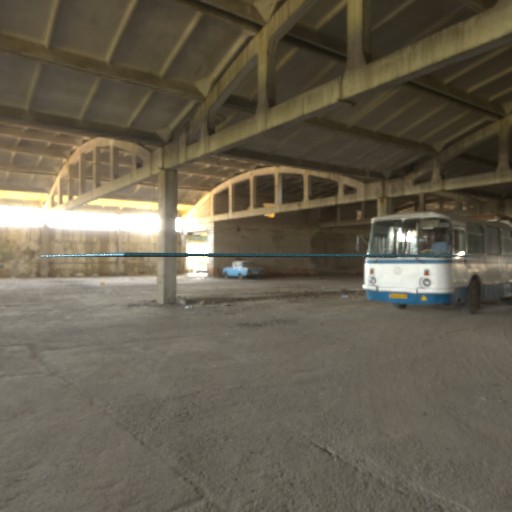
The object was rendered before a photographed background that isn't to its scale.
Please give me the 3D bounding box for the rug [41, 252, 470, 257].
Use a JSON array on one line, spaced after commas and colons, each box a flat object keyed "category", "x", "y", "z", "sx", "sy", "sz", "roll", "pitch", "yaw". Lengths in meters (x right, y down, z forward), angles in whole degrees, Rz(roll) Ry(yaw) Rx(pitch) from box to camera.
[{"category": "rug", "x": 0.000, "y": 0.000, "z": 2.778, "sx": 2.205, "sy": 0.012, "sz": 1.554, "roll": 0, "pitch": 0, "yaw": -35}]
